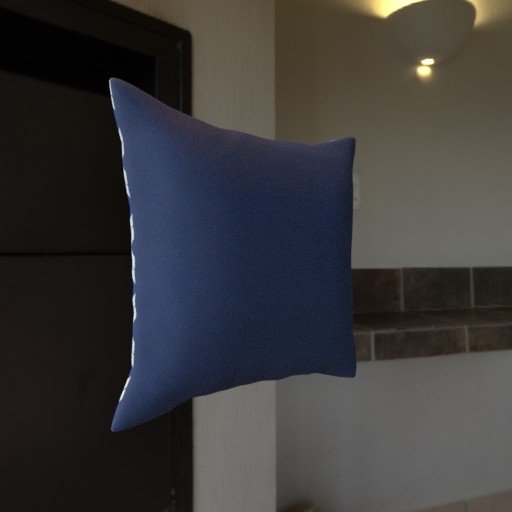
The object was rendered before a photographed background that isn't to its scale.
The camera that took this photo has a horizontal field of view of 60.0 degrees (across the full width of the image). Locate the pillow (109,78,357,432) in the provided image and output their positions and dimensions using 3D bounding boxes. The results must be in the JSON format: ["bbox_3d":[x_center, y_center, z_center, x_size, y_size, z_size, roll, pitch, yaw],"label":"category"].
[{"bbox_3d":[0.000,0.000,0.763,0.504,0.494,0.188,0,-1,-36],"label":"pillow"}]
